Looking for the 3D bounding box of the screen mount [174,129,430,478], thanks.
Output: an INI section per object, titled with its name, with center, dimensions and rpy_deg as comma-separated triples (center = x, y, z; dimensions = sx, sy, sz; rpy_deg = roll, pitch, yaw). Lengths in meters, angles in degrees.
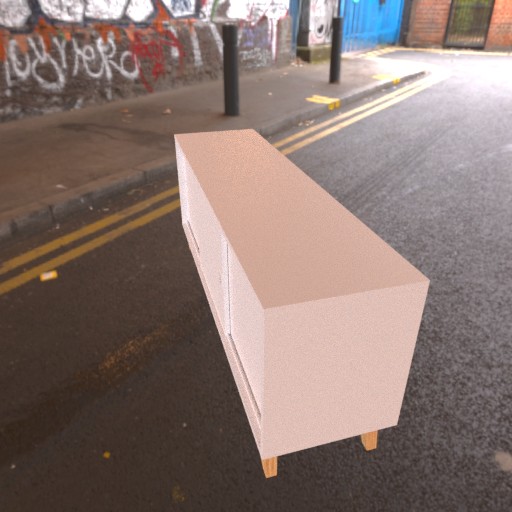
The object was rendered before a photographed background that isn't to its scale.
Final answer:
[screen mount]
center = 0.000, 0.000, 1.744
dimensions = 0.400, 0.619, 1.490
rpy_deg = -8, 31, -14
